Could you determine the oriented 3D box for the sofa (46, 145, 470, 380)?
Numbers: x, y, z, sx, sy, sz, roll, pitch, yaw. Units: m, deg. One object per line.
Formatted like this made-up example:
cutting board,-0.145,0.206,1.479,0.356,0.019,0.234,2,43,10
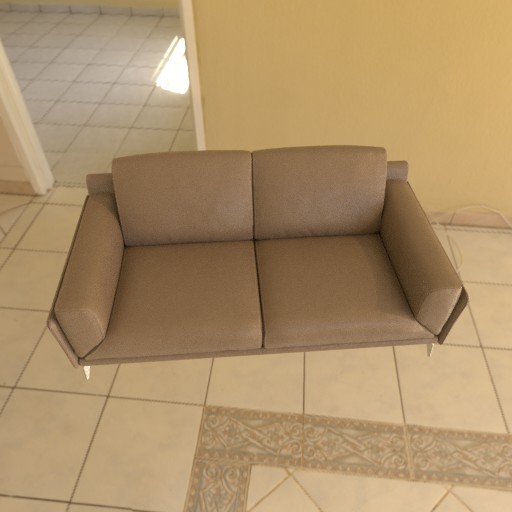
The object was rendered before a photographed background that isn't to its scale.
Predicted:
sofa,0.000,0.000,2.603,2.101,0.930,1.049,-3,45,-3
